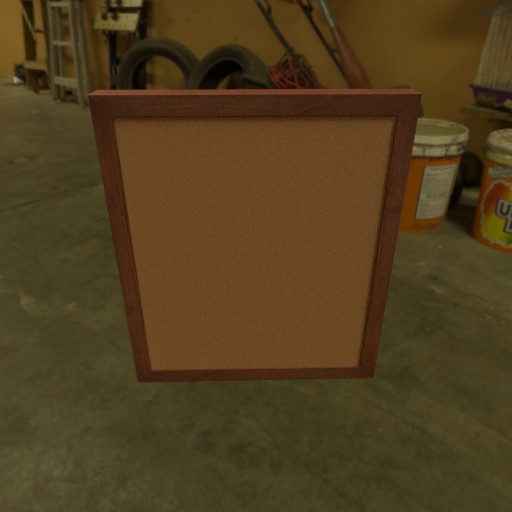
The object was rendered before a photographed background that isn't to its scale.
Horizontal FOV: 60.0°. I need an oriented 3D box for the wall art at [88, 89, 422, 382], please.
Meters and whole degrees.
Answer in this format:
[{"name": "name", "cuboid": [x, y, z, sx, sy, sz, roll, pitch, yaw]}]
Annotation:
[{"name": "wall art", "cuboid": [0.000, 0.000, 0.542, 0.330, 0.381, 0.030, -1, 29, -1]}]
